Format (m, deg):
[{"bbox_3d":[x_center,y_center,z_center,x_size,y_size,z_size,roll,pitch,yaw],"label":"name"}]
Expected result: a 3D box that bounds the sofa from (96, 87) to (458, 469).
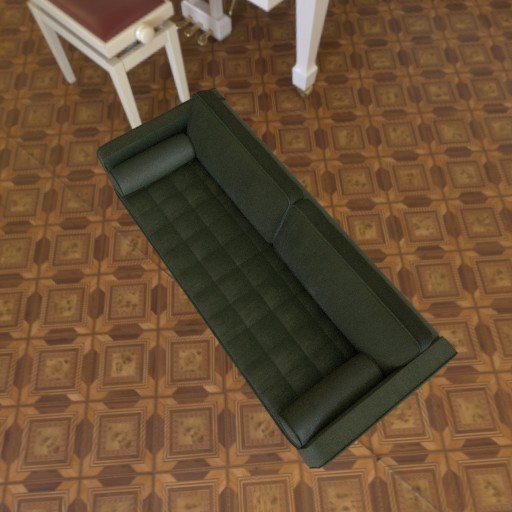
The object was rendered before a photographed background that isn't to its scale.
[{"bbox_3d":[0.000,0.000,2.621,0.918,0.769,2.199,-33,69,-14],"label":"sofa"}]
